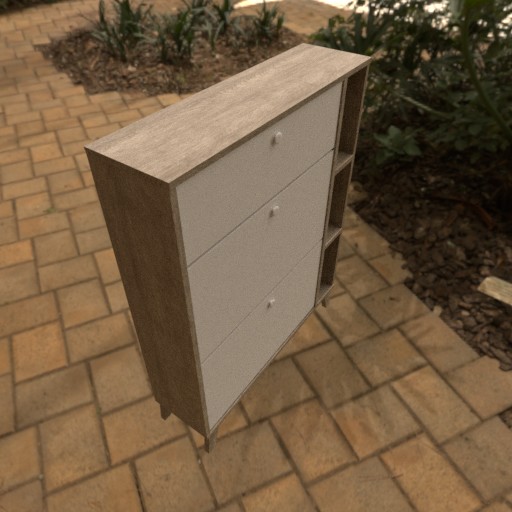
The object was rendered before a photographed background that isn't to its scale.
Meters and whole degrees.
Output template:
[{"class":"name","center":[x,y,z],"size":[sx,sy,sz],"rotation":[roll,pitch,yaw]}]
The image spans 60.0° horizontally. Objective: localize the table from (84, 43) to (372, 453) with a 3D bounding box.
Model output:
[{"class":"table","center":[0.000,0.000,1.538],"size":[0.256,1.135,0.902],"rotation":[25,47,26]}]
